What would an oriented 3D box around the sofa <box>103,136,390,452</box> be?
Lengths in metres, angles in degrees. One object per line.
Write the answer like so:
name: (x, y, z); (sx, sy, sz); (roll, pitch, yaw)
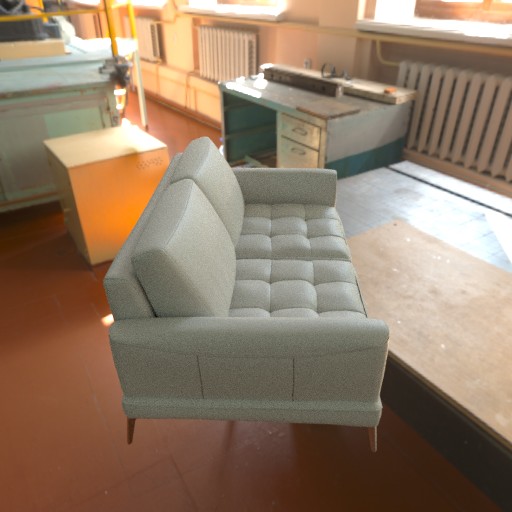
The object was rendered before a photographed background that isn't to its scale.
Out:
sofa: (0.000, 0.000, 2.465); (1.121, 0.930, 1.819); (1, 32, 2)
